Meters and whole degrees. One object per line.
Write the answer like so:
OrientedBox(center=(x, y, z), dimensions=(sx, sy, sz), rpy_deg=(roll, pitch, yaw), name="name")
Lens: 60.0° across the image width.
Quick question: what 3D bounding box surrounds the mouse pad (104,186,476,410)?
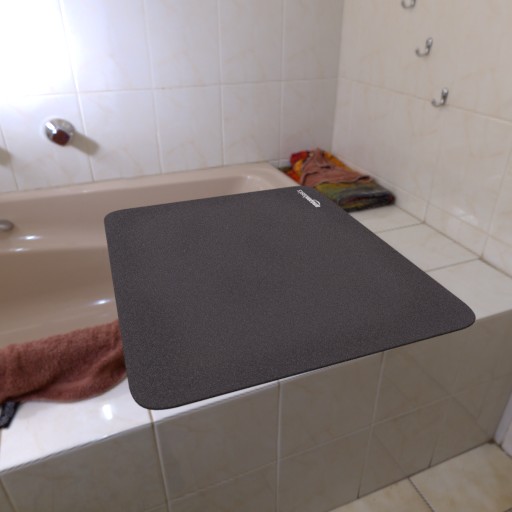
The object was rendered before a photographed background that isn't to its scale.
OrientedBox(center=(0.000, 0.000, 0.431), dimensions=(0.269, 0.002, 0.315), rpy_deg=(-10, 31, -17), name="mouse pad")
